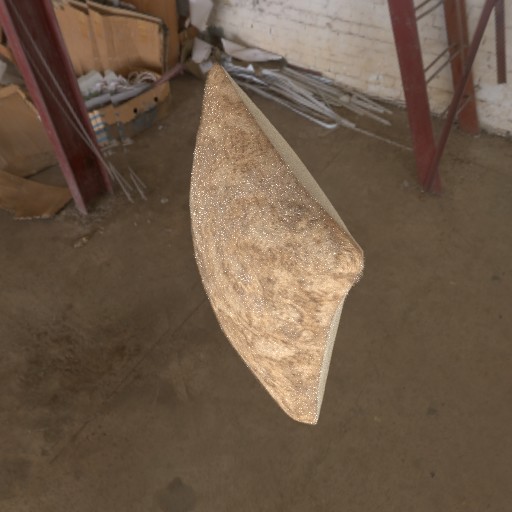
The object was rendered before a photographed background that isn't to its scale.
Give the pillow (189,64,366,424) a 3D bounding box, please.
[{"bbox_3d":[0.000,0.000,0.834,0.216,0.525,0.538,-15,49,-14],"label":"pillow"}]
